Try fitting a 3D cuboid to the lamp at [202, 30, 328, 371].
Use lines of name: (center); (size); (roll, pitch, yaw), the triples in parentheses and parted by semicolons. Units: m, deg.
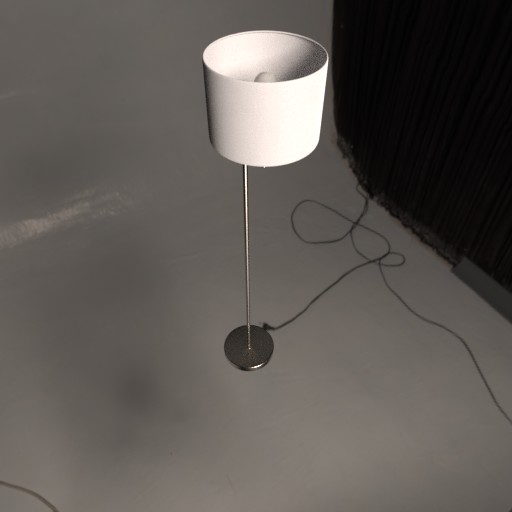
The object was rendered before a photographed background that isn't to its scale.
lamp: (0.000, 0.000, 1.750); (0.324, 1.600, 0.416); (-24, 51, -21)
